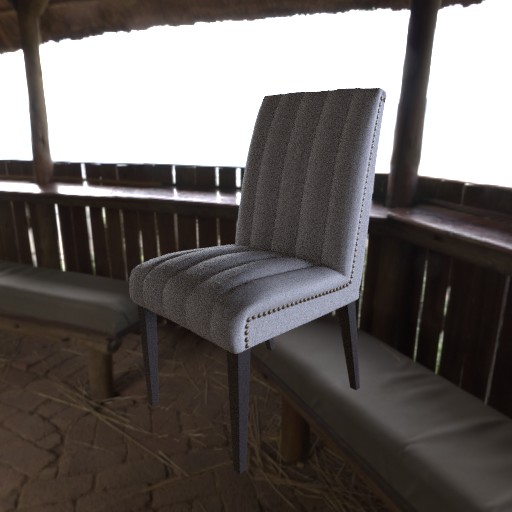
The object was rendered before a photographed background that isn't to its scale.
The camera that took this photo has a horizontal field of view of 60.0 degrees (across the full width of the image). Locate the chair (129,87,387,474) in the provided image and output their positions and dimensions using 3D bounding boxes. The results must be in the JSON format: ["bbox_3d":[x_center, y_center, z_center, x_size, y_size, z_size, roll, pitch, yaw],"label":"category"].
[{"bbox_3d":[0.000,0.000,1.394,0.647,1.016,0.511,-15,21,-42],"label":"chair"}]
